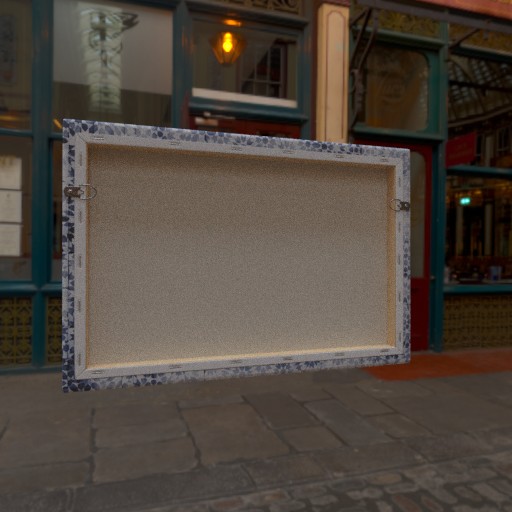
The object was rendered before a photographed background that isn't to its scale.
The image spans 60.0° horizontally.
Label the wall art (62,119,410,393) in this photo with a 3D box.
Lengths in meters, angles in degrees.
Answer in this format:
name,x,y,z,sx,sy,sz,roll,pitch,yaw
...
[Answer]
name,x,y,z,sx,sy,sz,roll,pitch,yaw
wall art,0.000,0.000,0.760,0.608,0.406,0.030,0,0,-18
